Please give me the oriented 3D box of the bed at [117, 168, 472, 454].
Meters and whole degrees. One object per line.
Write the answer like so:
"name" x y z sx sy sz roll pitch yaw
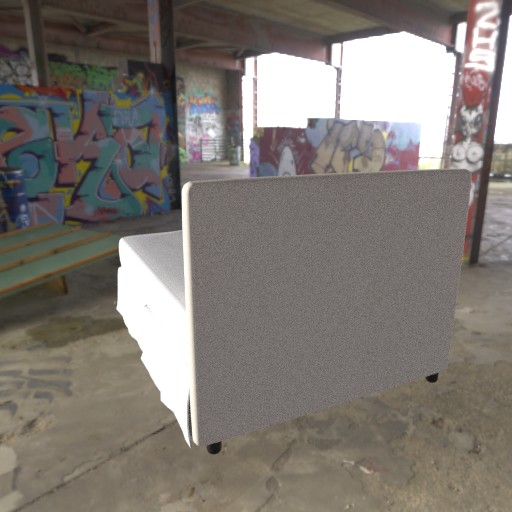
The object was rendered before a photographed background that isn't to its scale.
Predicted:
"bed" 0.000 0.000 3.180 1.713 1.330 2.142 -7 17 -25
